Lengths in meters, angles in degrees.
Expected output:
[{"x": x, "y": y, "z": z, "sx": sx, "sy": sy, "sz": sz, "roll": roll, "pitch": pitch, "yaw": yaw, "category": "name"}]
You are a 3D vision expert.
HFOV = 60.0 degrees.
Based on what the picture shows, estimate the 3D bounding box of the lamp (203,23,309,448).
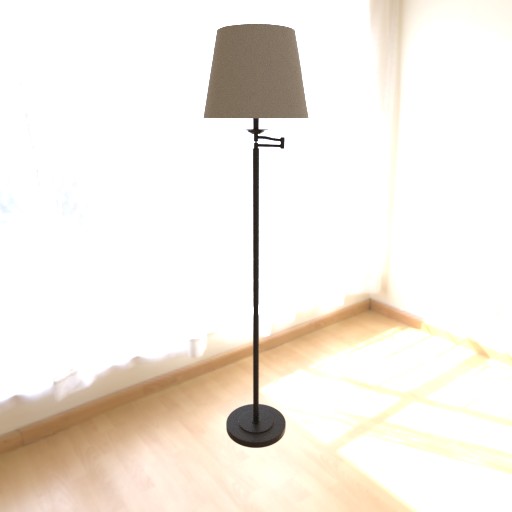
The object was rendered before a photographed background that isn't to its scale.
[{"x": 0.000, "y": 0.000, "z": 1.606, "sx": 0.348, "sy": 1.473, "sz": 0.348, "roll": 9, "pitch": 19, "yaw": 26, "category": "lamp"}]
